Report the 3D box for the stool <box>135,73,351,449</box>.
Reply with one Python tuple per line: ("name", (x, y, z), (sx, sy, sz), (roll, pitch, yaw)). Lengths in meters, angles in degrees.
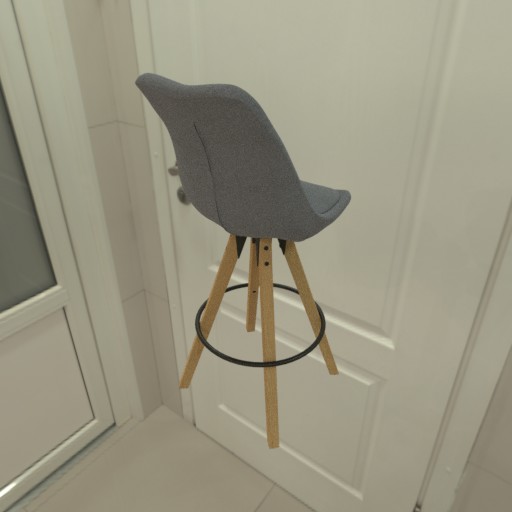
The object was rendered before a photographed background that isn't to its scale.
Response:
("stool", (0.000, 0.000, 1.400), (0.485, 1.115, 0.550), (21, 37, 32))
